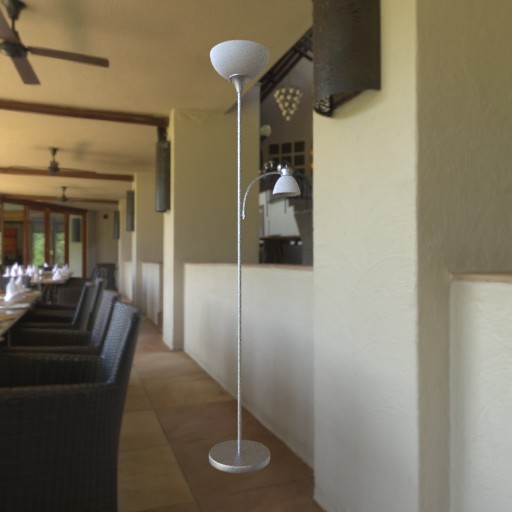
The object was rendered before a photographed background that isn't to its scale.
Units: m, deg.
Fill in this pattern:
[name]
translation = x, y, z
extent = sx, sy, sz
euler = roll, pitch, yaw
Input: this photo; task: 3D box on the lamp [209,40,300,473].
[lamp]
translation = 0.000, 0.000, 2.004
extent = 0.425, 1.804, 0.279
euler = 0, -1, -18
